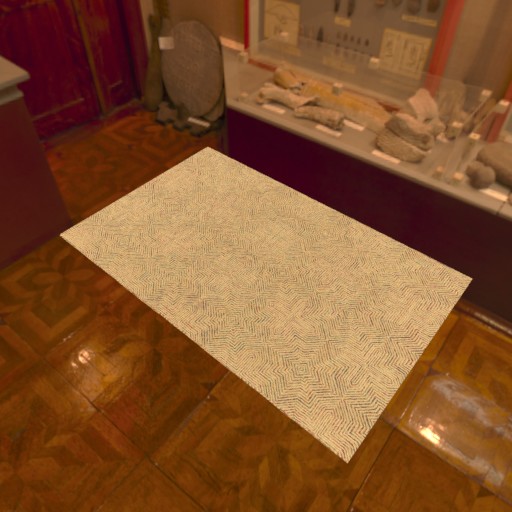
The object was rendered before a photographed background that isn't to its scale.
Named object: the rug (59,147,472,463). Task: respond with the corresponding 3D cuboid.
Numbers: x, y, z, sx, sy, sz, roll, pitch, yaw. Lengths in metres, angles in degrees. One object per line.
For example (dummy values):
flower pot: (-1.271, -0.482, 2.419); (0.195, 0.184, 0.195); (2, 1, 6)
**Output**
rug: (0.000, 0.000, 3.044); (2.428, 0.007, 1.519); (31, 54, 27)
